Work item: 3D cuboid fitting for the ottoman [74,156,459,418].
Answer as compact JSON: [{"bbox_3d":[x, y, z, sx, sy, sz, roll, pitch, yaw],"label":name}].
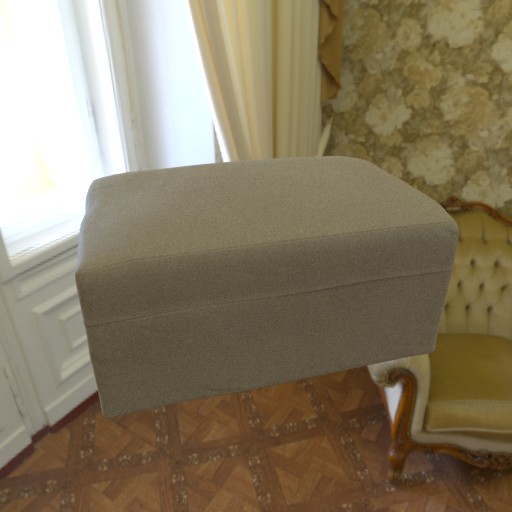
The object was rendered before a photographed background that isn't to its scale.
[{"bbox_3d":[0.000,0.000,1.230,0.872,0.444,0.590,-7,29,-14],"label":"ottoman"}]
